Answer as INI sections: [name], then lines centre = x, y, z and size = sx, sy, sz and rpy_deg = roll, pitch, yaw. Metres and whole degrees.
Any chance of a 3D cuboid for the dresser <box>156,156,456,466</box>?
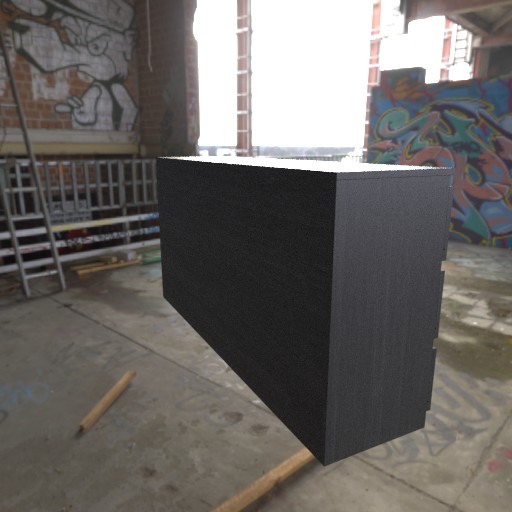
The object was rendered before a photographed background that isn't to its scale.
[dresser]
centre = 0.000, 0.000, 1.894
size = 0.400, 0.795, 1.590
rpy_deg = -7, 16, -26
